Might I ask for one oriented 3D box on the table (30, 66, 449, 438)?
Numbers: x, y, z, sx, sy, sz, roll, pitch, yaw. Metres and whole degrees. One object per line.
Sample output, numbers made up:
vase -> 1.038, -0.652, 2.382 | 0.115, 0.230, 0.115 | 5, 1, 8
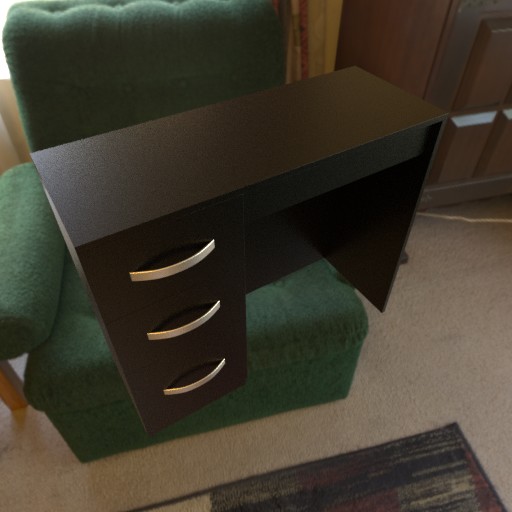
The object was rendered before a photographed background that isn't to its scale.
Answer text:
table -> 0.000, 0.000, 1.306 | 0.930, 0.790, 0.380 | -23, 49, -22
